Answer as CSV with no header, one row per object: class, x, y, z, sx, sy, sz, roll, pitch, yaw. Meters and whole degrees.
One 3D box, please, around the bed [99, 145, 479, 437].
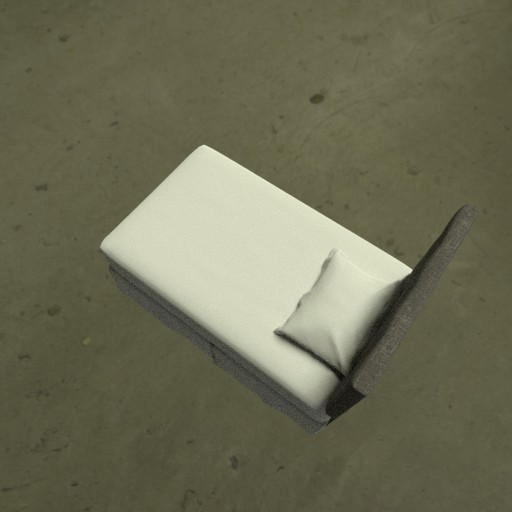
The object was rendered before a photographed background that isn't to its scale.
bed,0.000,0.000,2.969,1.997,1.571,1.261,33,68,15
